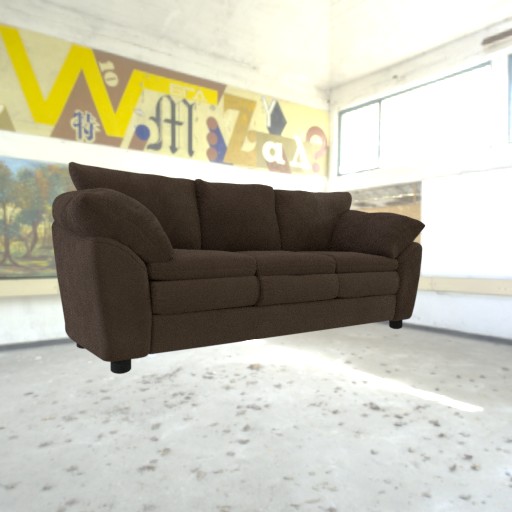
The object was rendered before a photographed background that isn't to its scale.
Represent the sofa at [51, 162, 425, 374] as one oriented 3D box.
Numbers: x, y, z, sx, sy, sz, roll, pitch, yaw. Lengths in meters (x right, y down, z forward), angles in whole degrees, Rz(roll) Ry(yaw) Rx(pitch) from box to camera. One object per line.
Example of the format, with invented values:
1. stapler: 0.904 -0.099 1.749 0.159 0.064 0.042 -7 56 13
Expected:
1. sofa: 0.000 0.000 2.782 2.336 1.015 0.878 -1 1 -35
